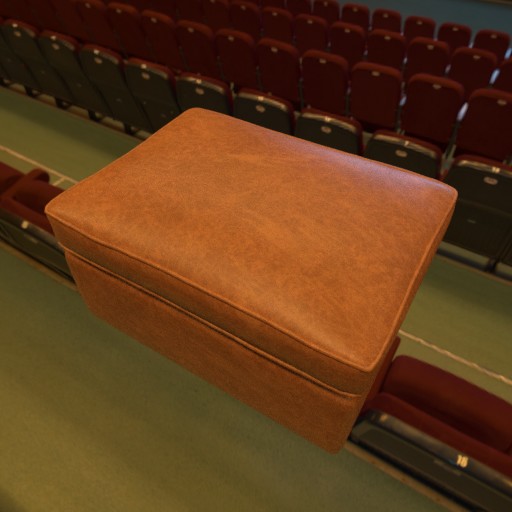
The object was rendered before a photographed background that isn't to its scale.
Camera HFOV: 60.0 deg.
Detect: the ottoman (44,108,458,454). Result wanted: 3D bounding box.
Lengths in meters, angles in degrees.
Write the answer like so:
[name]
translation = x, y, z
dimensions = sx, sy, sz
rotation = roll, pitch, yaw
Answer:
[ottoman]
translation = 0.000, 0.000, 1.089
dimensions = 0.756, 0.468, 0.554
rotation = 24, 50, 21
